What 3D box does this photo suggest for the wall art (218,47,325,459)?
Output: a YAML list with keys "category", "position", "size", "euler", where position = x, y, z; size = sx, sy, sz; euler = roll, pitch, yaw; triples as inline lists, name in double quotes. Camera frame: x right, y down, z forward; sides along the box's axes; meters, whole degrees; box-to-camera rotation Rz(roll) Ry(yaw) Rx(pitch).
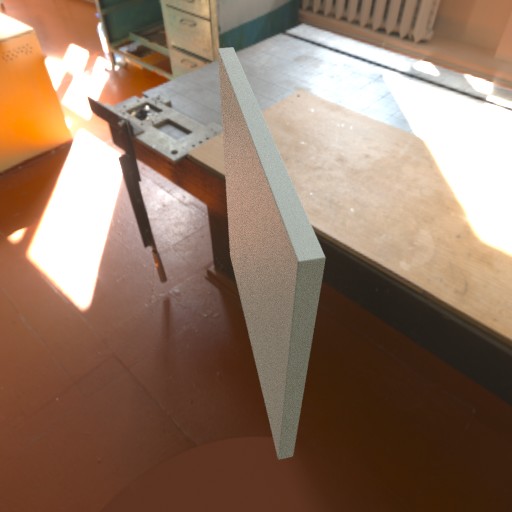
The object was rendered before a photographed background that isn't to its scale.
- category: "wall art"
  position: [0.000, 0.000, 1.150]
  size: [0.040, 0.762, 0.762]
  euler: [-9, 47, -8]
